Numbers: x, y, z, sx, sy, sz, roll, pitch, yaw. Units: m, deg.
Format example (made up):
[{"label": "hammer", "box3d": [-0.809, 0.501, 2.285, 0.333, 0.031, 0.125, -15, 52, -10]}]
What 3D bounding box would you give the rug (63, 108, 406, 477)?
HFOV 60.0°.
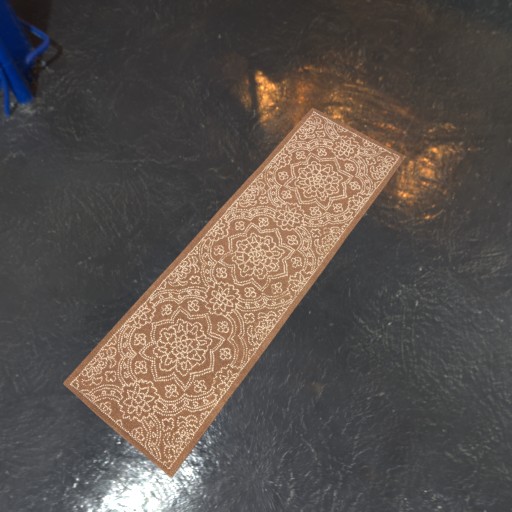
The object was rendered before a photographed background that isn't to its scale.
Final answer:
[{"label": "rug", "box3d": [0.000, 0.000, 2.696, 0.769, 0.012, 2.448, 33, 68, 15]}]
